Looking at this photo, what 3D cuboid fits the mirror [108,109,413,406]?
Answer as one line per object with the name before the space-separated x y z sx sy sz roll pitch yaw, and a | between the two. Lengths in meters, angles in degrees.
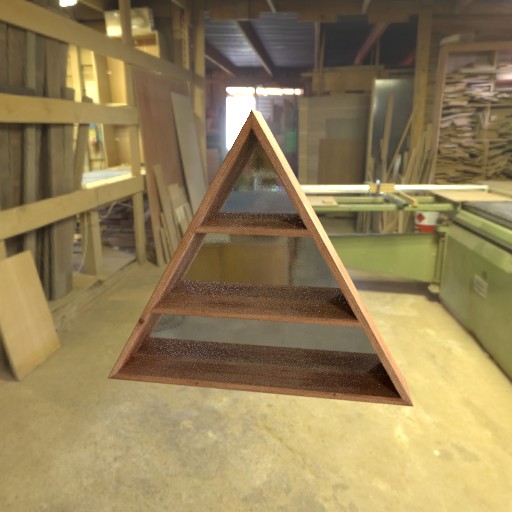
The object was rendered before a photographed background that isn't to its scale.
mirror | 0.000 0.000 0.877 0.631 0.548 0.100 2 15 9
